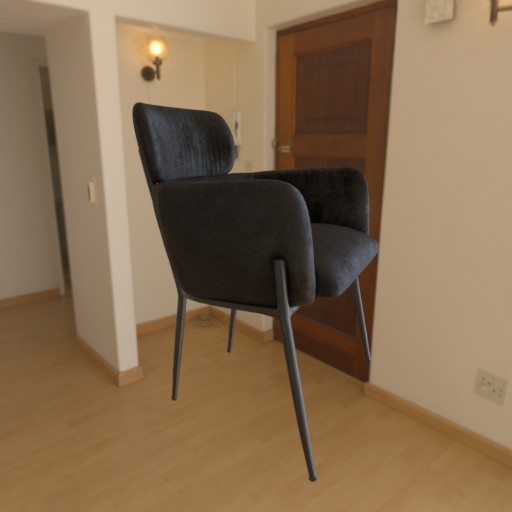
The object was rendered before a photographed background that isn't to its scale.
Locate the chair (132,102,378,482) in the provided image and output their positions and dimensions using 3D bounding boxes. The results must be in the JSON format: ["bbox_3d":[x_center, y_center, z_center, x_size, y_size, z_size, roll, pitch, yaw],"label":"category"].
[{"bbox_3d":[0.000,0.000,1.248,0.604,0.818,0.640,7,16,24],"label":"chair"}]
